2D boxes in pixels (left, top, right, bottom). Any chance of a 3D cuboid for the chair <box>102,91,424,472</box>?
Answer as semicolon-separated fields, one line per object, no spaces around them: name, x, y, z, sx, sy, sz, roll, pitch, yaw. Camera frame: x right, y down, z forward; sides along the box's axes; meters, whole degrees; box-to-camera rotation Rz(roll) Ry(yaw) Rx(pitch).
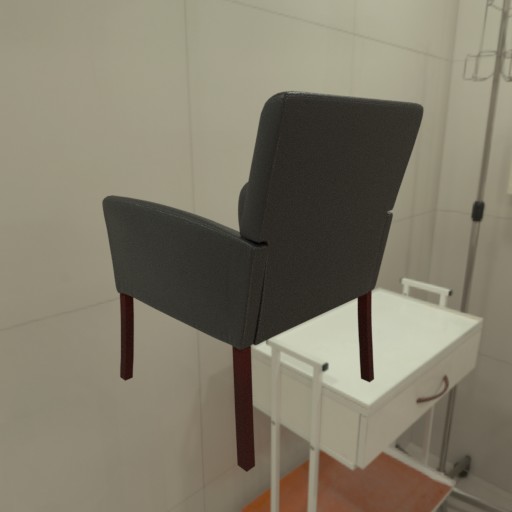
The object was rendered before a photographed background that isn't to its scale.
chair;0.000;0.000;1.463;0.772;0.951;0.683;15;22;43
